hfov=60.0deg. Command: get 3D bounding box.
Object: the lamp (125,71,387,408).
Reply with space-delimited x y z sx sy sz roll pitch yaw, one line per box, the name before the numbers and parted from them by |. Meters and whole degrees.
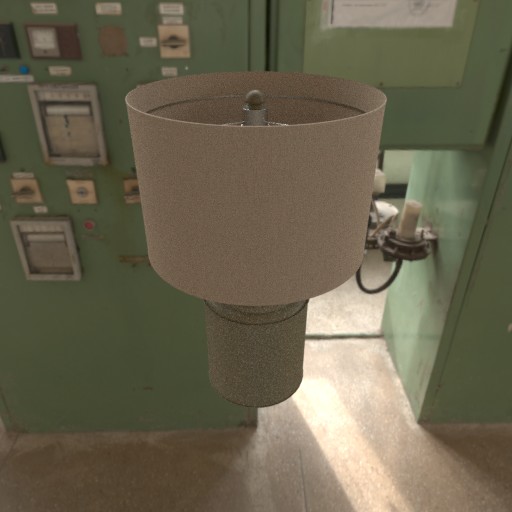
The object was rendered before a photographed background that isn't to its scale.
lamp | 0.000 0.000 0.680 0.318 0.486 0.318 0 31 0
